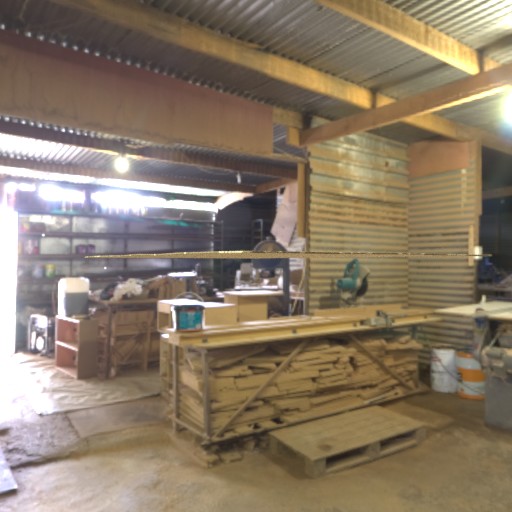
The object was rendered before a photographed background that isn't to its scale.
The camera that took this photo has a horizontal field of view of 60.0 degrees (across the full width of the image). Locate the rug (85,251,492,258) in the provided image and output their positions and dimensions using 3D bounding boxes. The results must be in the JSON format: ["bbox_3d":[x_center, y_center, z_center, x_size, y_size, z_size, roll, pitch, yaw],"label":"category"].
[{"bbox_3d":[0.000,0.000,4.402,2.441,0.020,3.419,0,-1,-35],"label":"rug"}]
